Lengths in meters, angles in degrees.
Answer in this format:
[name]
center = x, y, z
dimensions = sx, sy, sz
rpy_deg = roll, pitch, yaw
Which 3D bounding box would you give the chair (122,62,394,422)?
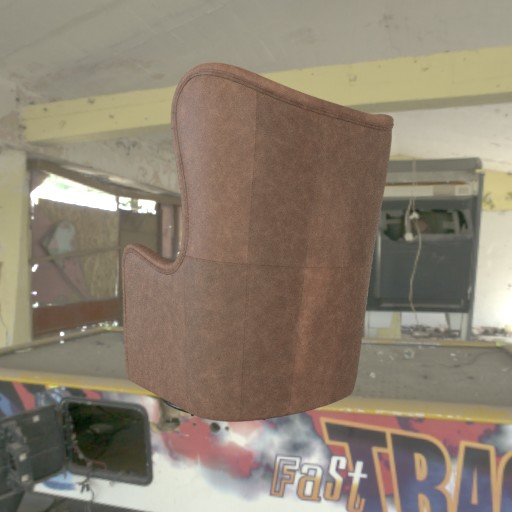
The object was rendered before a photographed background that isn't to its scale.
[chair]
center = 0.000, 0.000, 1.701
dimensions = 0.831, 1.079, 0.930
rpy_deg = 1, -2, -36
